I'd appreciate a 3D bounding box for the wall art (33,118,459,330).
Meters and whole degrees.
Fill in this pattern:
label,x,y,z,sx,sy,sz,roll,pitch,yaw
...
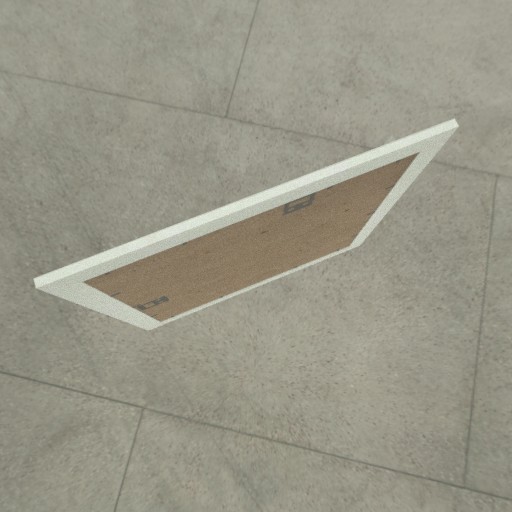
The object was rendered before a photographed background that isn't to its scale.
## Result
label,x,y,z,sx,sy,sz,roll,pitch,yaw
wall art,0.000,0.000,0.854,0.584,0.584,0.013,-22,77,-5
